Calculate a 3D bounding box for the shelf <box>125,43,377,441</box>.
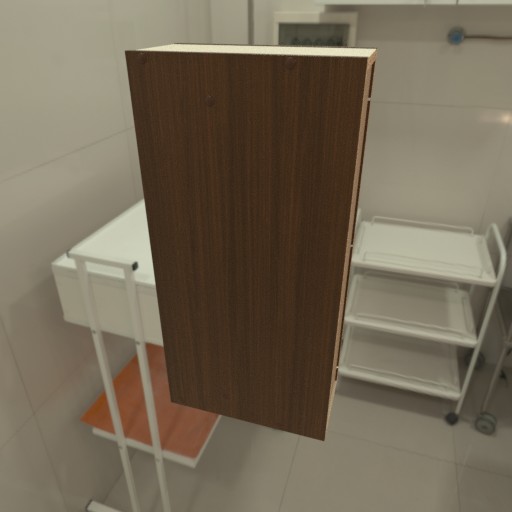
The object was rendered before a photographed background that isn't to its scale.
[{"bbox_3d":[0.000,0.000,0.707,0.290,0.600,0.147,9,30,15],"label":"shelf"}]
